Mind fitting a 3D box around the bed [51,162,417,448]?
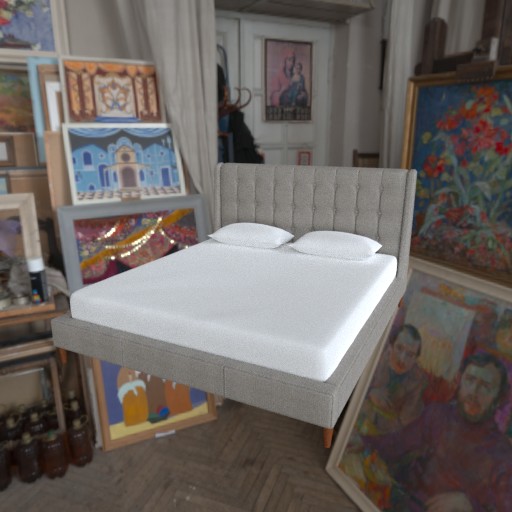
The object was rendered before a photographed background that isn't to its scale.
[{"bbox_3d":[0.000,0.000,3.577,2.062,1.289,2.342,8,17,26],"label":"bed"}]
